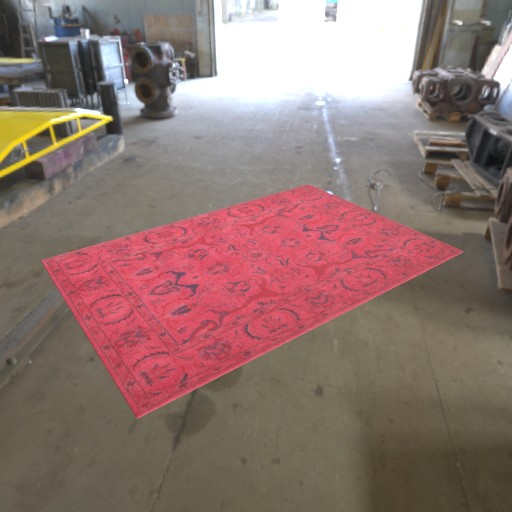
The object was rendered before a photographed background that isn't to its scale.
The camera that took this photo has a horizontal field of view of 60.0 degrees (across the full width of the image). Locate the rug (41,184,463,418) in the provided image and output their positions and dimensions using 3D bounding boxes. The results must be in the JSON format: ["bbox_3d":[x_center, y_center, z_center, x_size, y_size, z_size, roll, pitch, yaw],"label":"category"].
[{"bbox_3d":[0.000,0.000,2.282,1.814,0.008,1.209,-20,36,-31],"label":"rug"}]
